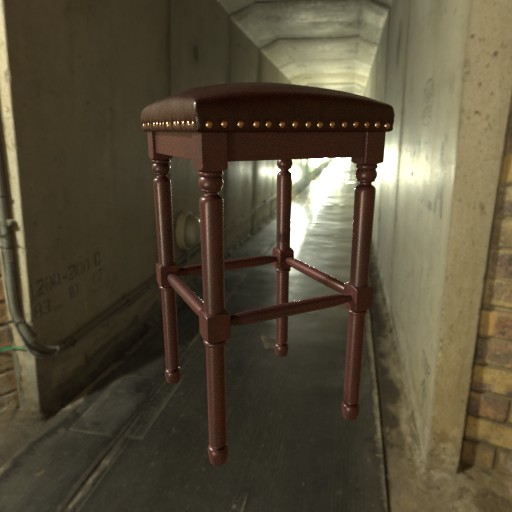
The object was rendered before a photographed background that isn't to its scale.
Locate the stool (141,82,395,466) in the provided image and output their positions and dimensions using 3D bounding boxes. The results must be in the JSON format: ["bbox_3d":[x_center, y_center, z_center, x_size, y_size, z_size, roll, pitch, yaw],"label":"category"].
[{"bbox_3d":[0.000,0.000,0.964,0.383,0.702,0.382,-8,18,-25],"label":"stool"}]
